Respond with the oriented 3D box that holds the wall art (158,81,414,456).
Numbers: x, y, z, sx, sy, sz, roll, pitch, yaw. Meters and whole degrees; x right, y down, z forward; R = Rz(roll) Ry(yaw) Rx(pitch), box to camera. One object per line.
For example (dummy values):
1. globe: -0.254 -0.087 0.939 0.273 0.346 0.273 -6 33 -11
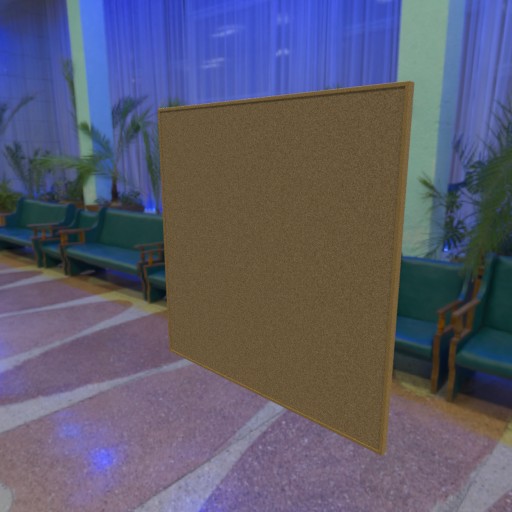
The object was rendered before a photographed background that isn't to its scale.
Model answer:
1. wall art: 0.000 0.000 0.676 0.457 0.455 0.013 12 18 42
